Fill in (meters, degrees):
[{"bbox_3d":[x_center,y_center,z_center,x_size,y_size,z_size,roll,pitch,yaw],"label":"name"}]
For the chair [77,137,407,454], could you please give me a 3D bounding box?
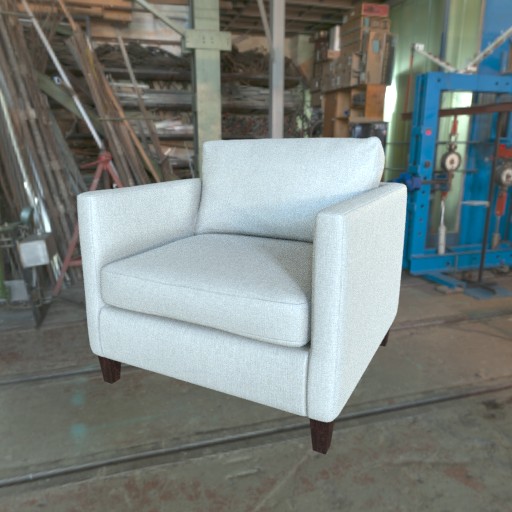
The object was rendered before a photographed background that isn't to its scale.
[{"bbox_3d":[0.000,0.000,1.767,0.996,0.919,0.959,7,16,27],"label":"chair"}]
